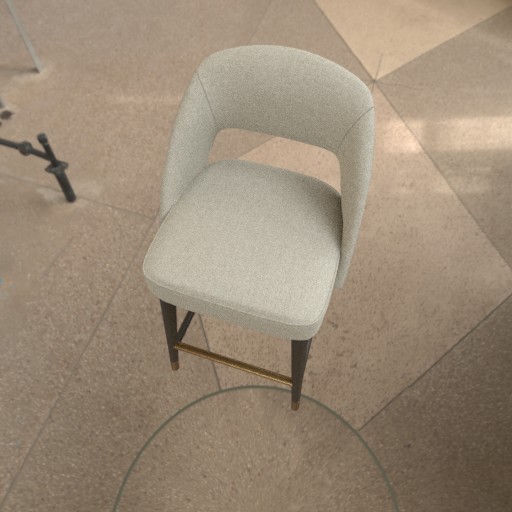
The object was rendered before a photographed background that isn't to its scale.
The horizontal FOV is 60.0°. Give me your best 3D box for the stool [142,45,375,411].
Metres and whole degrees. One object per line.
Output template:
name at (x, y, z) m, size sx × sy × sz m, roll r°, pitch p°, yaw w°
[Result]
stool at (0.000, 0.000, 1.226) m, size 0.494 × 0.940 × 0.509 m, roll 16°, pitch 59°, yaw 10°
